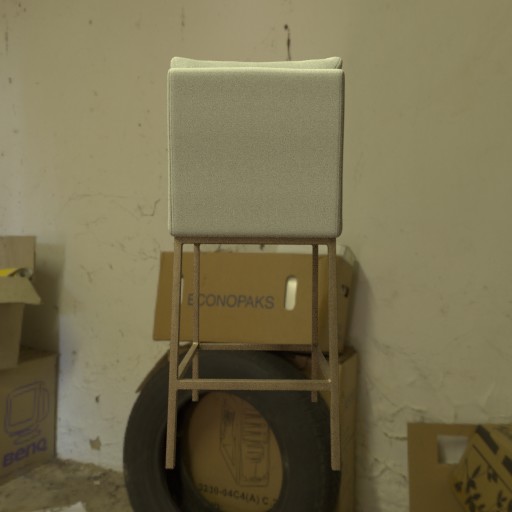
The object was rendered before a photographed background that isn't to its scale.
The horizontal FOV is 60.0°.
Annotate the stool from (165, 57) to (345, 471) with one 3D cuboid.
[{"bbox_3d":[0.000,0.000,1.330,0.463,1.032,0.572,0,-1,0],"label":"stool"}]
